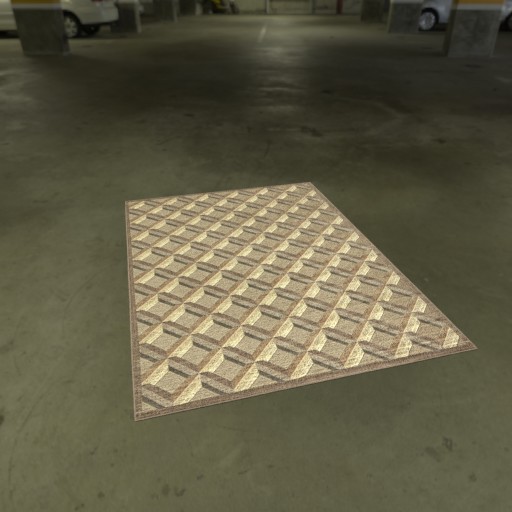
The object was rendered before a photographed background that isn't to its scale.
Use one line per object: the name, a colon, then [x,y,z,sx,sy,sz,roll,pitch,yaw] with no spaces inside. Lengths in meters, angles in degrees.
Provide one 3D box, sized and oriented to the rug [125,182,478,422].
rug: [0.000,0.000,4.242,2.382,0.018,3.294,-8,32,-13]
